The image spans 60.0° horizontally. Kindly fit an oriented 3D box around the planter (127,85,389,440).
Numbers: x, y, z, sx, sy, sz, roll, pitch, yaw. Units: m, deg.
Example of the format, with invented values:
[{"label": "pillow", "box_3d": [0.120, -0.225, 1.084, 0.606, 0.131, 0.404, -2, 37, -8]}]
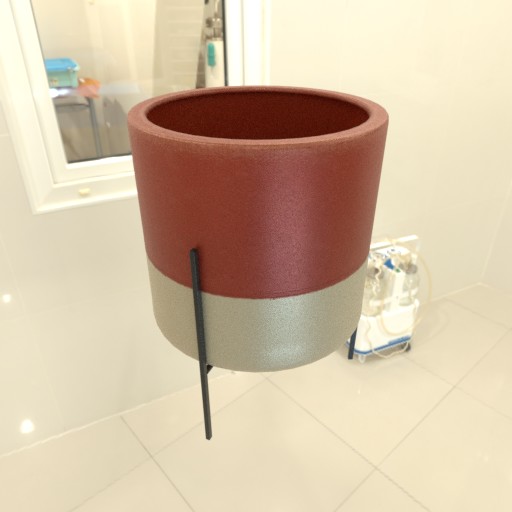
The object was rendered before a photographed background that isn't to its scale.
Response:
[{"label": "planter", "box_3d": [0.000, 0.000, 0.714, 0.345, 0.465, 0.354, -19, 36, -29]}]
